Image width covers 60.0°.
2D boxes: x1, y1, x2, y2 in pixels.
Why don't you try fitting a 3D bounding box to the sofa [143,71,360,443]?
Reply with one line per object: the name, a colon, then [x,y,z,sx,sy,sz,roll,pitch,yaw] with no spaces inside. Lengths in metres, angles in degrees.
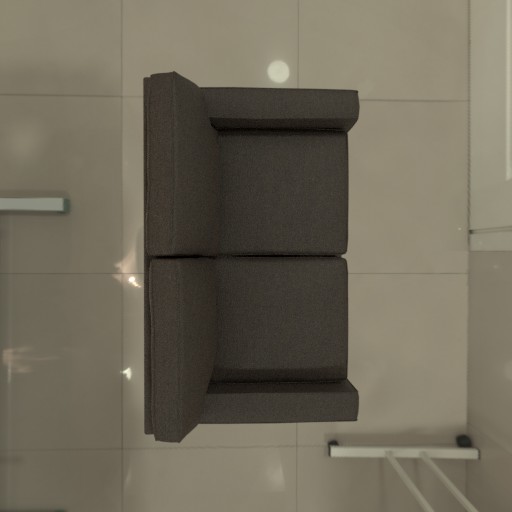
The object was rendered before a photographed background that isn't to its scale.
sofa: [0.000,0.000,2.143,0.974,0.887,1.534,0,91,-2]
